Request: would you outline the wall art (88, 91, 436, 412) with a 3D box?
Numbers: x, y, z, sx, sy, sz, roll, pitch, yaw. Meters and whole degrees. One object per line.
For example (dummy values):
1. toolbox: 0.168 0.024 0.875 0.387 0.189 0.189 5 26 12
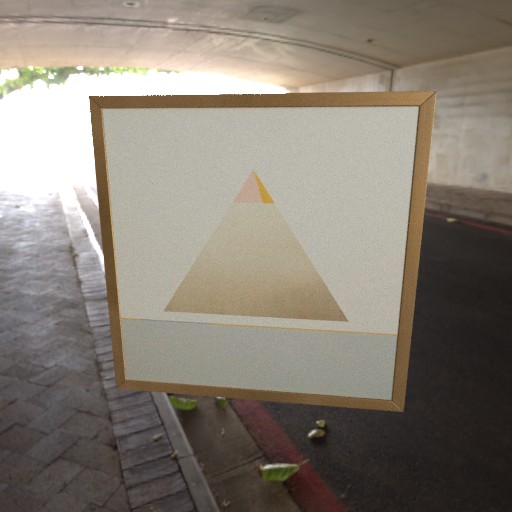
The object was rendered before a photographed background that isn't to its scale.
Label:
1. wall art: 0.000 0.000 0.443 0.305 0.303 0.038 2 16 8
